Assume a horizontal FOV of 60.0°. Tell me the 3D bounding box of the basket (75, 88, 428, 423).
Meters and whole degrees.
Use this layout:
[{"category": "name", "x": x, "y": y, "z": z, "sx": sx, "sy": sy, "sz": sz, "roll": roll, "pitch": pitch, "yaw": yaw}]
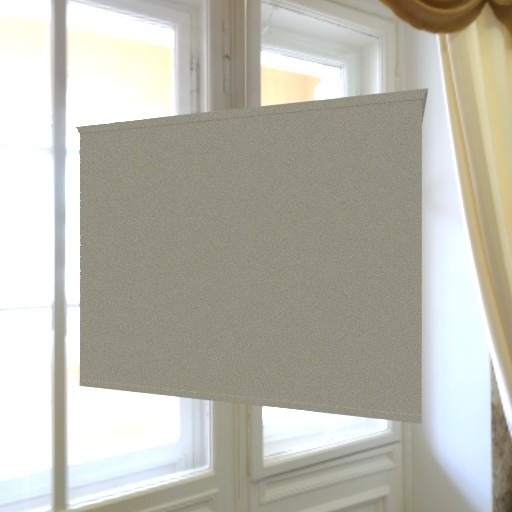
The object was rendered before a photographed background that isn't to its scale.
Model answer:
[{"category": "basket", "x": 0.000, "y": 0.000, "z": 1.124, "sx": 0.792, "sy": 0.625, "sz": 0.376, "roll": 0, "pitch": 0, "yaw": 18}]
